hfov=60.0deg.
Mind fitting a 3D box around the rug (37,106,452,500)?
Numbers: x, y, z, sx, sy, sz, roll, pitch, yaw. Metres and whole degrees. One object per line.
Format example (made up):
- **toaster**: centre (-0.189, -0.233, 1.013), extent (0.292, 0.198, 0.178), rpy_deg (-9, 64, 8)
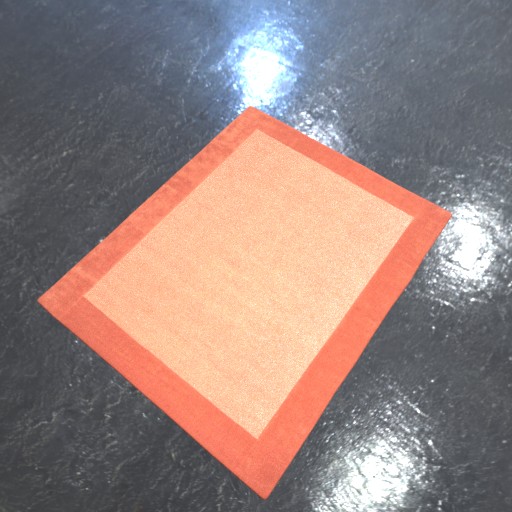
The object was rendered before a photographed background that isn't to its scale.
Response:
- **rug**: centre (0.000, 0.000, 3.959), extent (2.430, 0.018, 2.976), rpy_deg (34, 66, 17)
